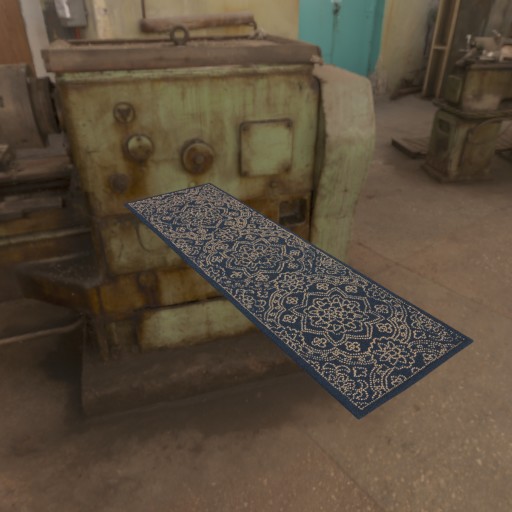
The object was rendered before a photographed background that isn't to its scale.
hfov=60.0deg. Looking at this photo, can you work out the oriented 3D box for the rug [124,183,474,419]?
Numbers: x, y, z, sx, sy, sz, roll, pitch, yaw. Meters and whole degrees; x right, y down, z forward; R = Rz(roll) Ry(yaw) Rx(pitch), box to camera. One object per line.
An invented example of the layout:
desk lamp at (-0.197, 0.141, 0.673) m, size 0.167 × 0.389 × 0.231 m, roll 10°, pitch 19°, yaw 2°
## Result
rug at (0.000, 0.000, 2.726) m, size 0.769 × 0.012 × 2.448 m, roll -20°, pitch 36°, yaw -30°
